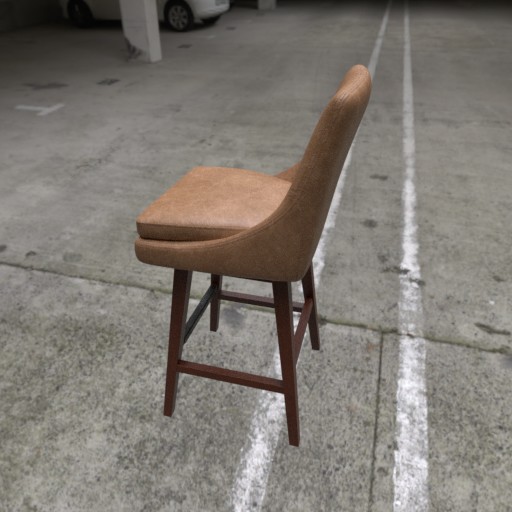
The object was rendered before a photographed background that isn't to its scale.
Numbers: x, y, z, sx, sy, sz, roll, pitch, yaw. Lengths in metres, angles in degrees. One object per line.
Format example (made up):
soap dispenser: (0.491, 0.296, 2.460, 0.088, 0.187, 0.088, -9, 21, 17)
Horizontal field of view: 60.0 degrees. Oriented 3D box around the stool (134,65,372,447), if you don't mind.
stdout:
stool: (0.000, 0.000, 1.388, 0.572, 1.079, 0.487, 8, 32, 13)
